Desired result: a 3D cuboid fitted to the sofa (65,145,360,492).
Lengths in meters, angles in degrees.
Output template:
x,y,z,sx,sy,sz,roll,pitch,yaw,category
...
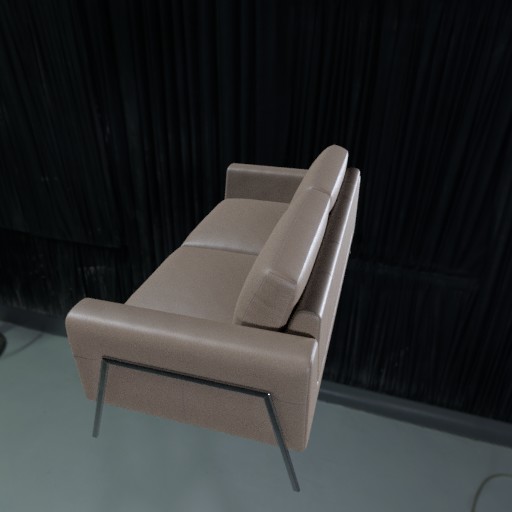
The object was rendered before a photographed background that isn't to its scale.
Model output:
x,y,z,sx,sy,sz,roll,pitch,yaw,category
0.000,0.000,2.465,0.953,0.875,2.017,8,30,14,sofa
